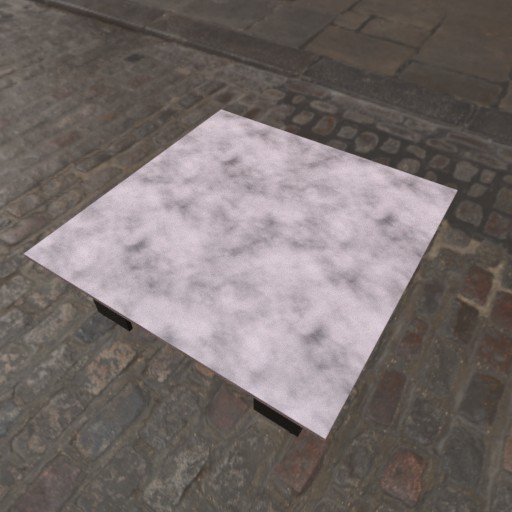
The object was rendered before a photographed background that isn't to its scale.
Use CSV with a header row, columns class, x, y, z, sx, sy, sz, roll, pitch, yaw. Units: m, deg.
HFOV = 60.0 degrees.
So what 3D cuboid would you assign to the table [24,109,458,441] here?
class,x,y,z,sx,sy,sz,roll,pitch,yaw
table,0.000,0.000,1.374,0.890,0.305,0.890,25,52,22
